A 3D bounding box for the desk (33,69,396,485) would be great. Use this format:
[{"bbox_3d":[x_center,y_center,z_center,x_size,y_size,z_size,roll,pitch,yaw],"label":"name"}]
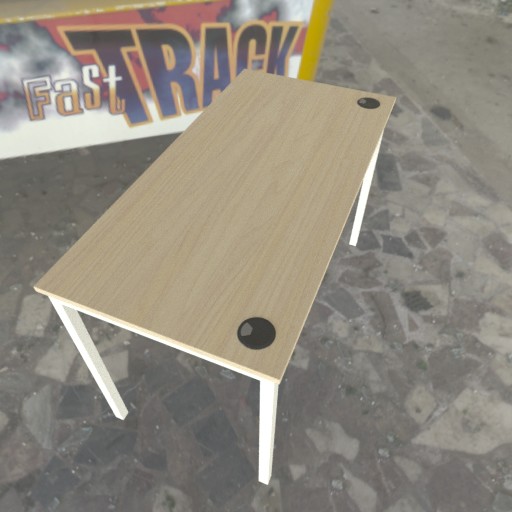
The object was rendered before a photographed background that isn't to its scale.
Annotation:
[{"bbox_3d":[0.000,0.000,1.580,0.600,0.750,1.200,17,50,15],"label":"desk"}]
